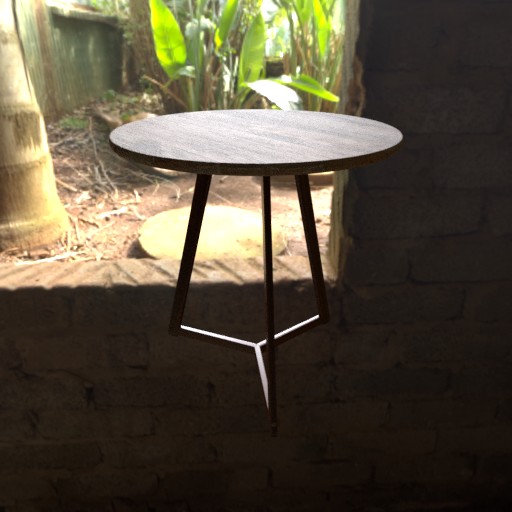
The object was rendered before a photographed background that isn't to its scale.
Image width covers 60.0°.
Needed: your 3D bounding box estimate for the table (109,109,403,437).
[{"bbox_3d":[0.000,0.000,0.892,0.500,0.500,0.500,0,26,0],"label":"table"}]
